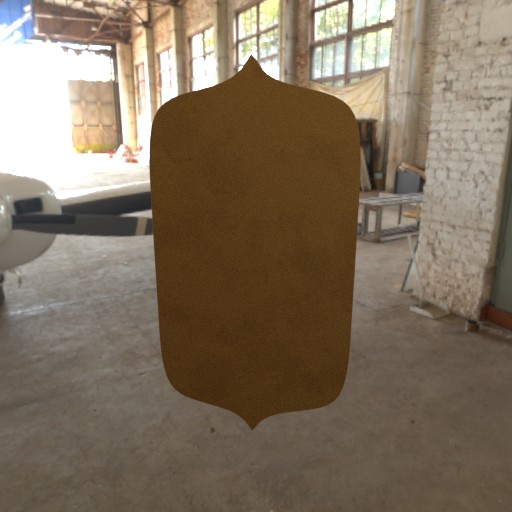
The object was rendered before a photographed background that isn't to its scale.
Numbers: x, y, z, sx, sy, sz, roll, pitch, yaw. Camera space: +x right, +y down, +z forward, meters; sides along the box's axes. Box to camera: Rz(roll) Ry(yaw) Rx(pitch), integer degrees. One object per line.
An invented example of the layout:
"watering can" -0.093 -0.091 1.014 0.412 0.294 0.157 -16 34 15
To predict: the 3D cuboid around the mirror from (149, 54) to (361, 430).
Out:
"mirror" 0.000 0.000 0.748 0.323 0.613 0.096 2 15 8
